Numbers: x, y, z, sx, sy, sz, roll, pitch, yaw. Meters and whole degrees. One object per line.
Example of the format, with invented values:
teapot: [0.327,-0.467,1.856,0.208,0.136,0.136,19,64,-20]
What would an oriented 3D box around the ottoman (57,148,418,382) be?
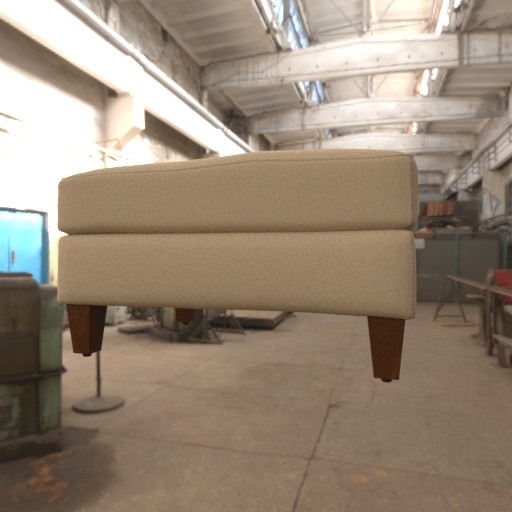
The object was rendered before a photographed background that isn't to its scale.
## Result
ottoman: [0.000,0.000,1.208,0.818,0.485,0.634,0,0,18]
